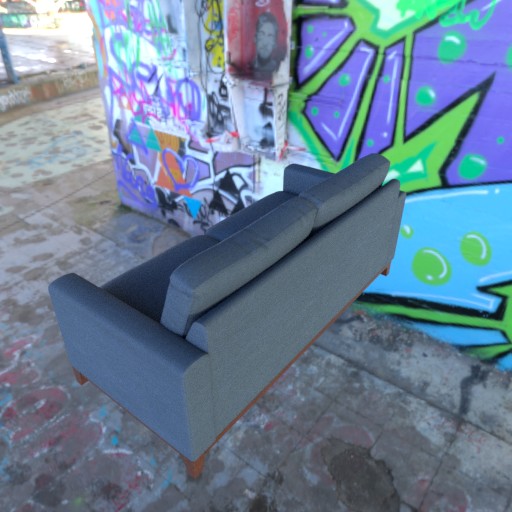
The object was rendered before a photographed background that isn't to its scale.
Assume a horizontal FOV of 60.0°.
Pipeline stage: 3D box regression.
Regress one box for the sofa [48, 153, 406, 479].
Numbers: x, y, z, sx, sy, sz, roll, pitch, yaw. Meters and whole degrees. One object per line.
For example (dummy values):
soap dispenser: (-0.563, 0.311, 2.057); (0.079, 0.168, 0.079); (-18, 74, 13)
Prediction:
sofa: (0.000, 0.000, 2.404); (0.877, 0.865, 1.900); (22, 38, 32)
